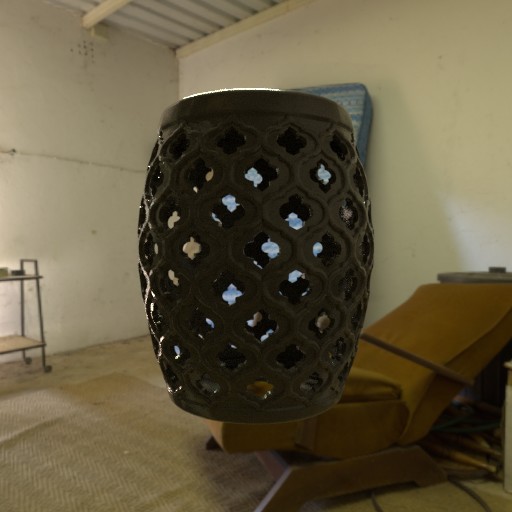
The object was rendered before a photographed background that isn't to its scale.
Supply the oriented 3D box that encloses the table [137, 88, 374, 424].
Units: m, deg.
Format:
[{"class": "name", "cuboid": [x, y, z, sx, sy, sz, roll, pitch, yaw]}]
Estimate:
[{"class": "table", "cuboid": [0.000, 0.000, 0.629, 0.325, 0.388, 0.325, 0, 2, 0]}]
